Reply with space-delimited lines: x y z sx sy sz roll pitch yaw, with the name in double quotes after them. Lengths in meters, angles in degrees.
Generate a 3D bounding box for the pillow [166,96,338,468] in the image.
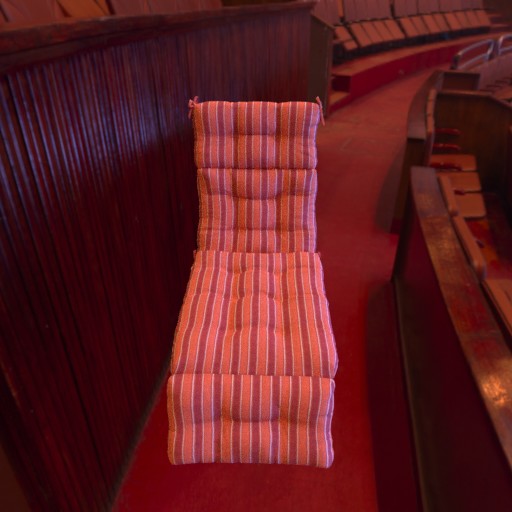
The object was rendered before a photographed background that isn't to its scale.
0.000 0.000 1.498 0.526 0.863 1.016 1 31 1 "pillow"
